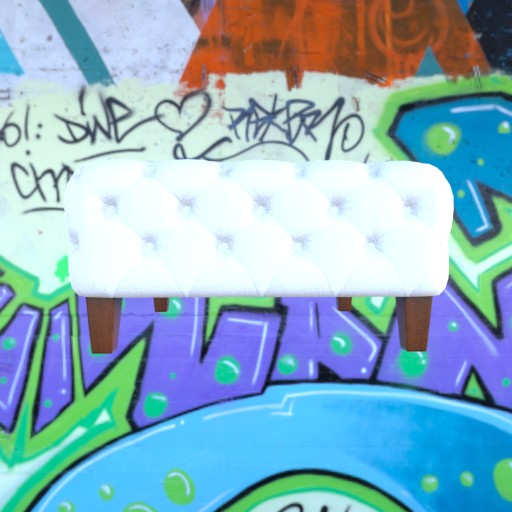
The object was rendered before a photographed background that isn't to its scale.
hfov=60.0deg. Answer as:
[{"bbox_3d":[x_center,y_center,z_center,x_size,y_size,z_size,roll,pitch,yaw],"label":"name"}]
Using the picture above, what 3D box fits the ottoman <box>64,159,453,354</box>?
[{"bbox_3d":[0.000,0.000,1.191,0.753,0.376,0.755,0,0,-2],"label":"ottoman"}]
